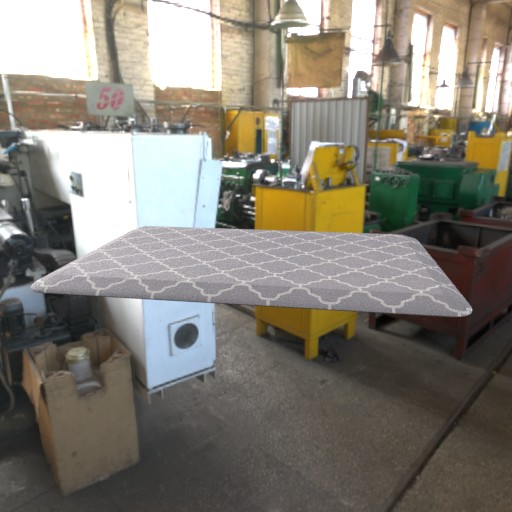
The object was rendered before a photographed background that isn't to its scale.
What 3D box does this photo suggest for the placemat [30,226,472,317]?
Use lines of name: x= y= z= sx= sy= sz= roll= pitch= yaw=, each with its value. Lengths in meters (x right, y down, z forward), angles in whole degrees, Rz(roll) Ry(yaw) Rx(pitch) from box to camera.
placemat: x=0.000 y=0.000 z=0.966 sx=0.762 sy=0.021 sz=0.508 roll=2 pitch=16 yaw=8
